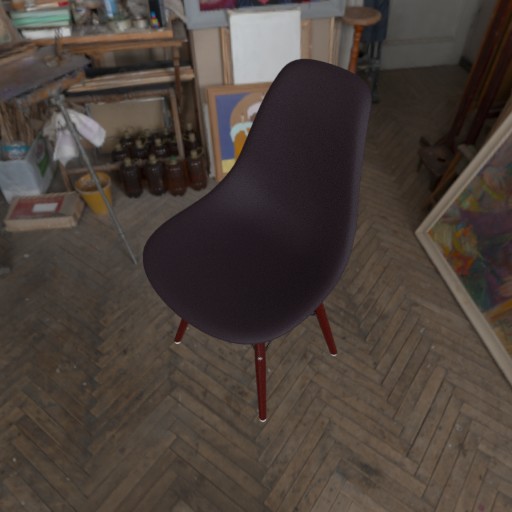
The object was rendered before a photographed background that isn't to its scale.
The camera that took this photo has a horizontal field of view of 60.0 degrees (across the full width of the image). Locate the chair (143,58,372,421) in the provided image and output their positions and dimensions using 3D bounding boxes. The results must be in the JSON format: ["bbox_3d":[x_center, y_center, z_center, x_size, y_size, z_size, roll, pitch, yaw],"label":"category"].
[{"bbox_3d":[0.000,0.000,1.156,0.470,0.826,0.533,34,55,28],"label":"chair"}]
